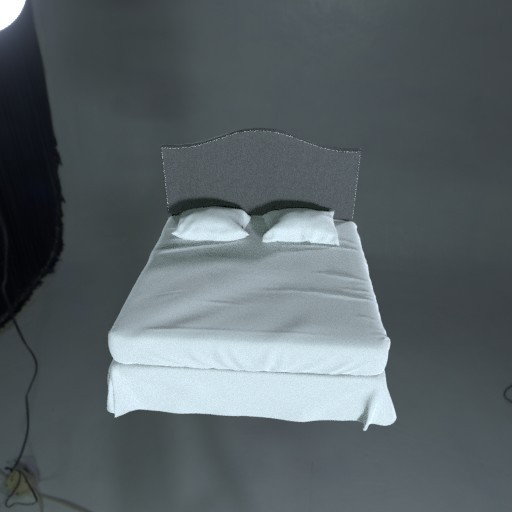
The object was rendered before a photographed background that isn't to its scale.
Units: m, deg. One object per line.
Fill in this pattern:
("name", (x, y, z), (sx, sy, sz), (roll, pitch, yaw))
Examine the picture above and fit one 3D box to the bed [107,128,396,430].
("bed", (0.000, 0.000, 3.823), (2.314, 1.651, 2.219), (2, 32, 3))
